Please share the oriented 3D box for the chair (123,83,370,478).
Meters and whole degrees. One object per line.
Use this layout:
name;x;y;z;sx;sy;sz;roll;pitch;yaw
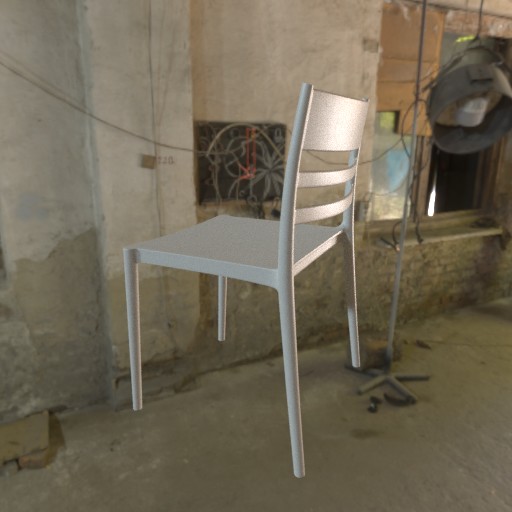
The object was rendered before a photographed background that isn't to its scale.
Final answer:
chair;0.000;0.000;1.167;0.511;0.800;0.531;8;18;25
